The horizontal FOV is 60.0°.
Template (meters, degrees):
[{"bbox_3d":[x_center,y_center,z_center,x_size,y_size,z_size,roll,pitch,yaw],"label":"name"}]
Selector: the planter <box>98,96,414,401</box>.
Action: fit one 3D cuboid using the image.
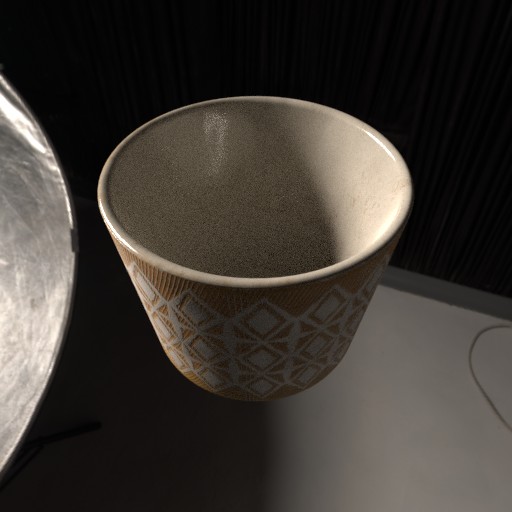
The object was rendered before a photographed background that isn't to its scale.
[{"bbox_3d":[0.000,0.000,0.219,0.126,0.104,0.126,0,46,0],"label":"planter"}]
